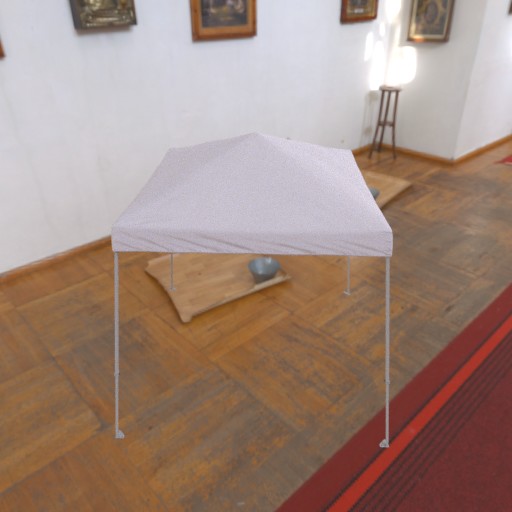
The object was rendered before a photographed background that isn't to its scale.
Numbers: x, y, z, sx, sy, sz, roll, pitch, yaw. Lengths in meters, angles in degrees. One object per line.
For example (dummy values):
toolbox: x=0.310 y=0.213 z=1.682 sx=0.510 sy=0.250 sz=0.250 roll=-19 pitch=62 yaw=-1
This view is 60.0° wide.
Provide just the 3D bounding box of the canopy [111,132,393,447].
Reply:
canopy: x=0.000 y=0.000 z=5.148 sx=2.850 sy=2.850 sz=2.849 roll=1 pitch=30 yaw=2
